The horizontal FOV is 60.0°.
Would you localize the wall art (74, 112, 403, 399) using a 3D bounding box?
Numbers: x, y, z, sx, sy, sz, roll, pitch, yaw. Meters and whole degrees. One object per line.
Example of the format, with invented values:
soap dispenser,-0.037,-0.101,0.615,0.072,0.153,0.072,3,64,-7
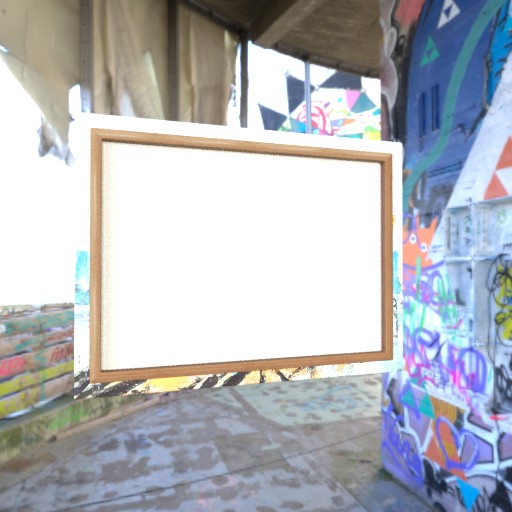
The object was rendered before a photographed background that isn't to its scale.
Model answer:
wall art,0.000,0.000,1.341,1.016,0.762,0.038,0,-1,-18
